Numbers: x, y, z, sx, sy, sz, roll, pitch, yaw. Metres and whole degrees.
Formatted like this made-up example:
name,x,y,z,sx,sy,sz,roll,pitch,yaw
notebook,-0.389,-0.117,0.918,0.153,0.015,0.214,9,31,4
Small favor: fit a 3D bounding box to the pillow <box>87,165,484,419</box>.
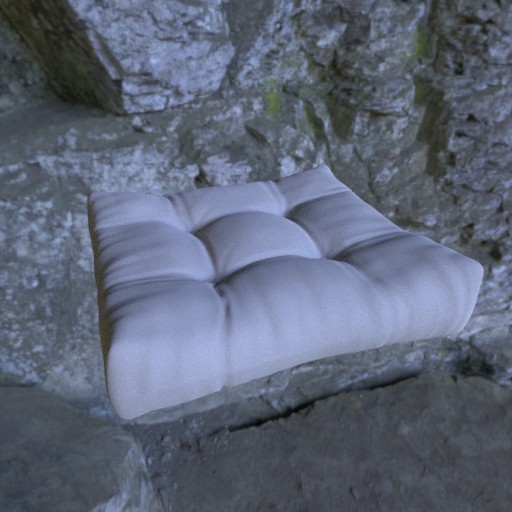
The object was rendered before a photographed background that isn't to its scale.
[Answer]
name,x,y,z,sx,sy,sz,roll,pitch,yaw
pillow,0.000,0.000,0.703,0.490,0.128,0.468,-10,31,-17
